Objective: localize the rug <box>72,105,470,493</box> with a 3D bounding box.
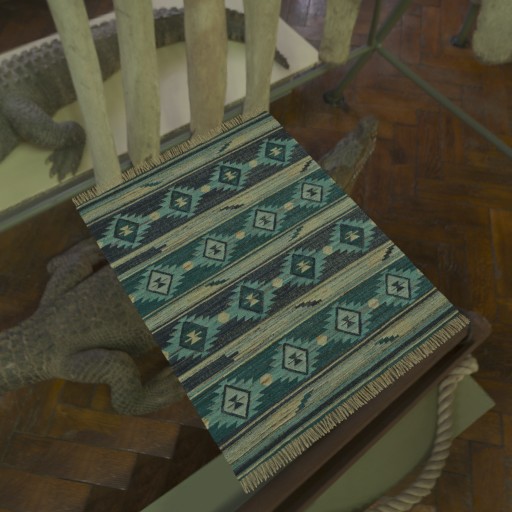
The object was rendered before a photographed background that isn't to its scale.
[{"bbox_3d":[0.000,0.000,4.285,2.418,0.047,3.307,-31,66,-15],"label":"rug"}]
